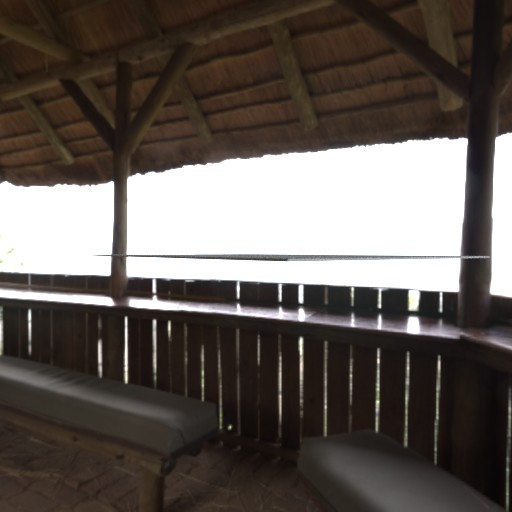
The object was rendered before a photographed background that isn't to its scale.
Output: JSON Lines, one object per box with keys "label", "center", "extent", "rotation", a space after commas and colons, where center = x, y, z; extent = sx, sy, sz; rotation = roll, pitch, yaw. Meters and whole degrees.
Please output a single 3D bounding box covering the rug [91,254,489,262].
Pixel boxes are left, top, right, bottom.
{"label": "rug", "center": [0.000, 0.000, 3.054], "extent": [1.517, 0.011, 2.435], "rotation": [0, 1, -36]}
